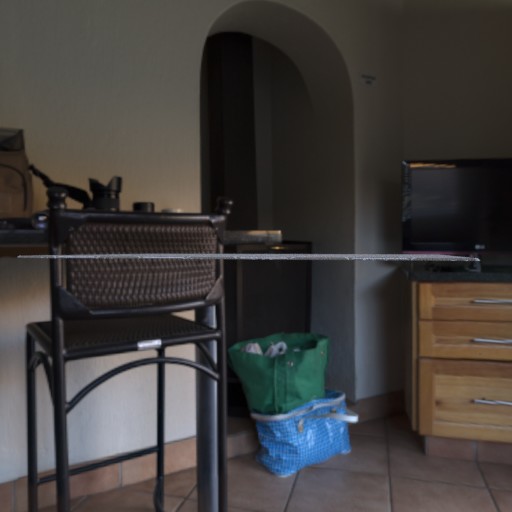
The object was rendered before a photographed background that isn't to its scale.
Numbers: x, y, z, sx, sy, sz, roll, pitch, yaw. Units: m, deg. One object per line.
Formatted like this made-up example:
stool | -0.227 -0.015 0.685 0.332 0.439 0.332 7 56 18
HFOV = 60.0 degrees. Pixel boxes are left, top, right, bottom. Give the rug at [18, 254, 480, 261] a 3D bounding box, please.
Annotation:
rug | 0.000 0.000 2.972 2.457 0.012 1.541 0 1 17
